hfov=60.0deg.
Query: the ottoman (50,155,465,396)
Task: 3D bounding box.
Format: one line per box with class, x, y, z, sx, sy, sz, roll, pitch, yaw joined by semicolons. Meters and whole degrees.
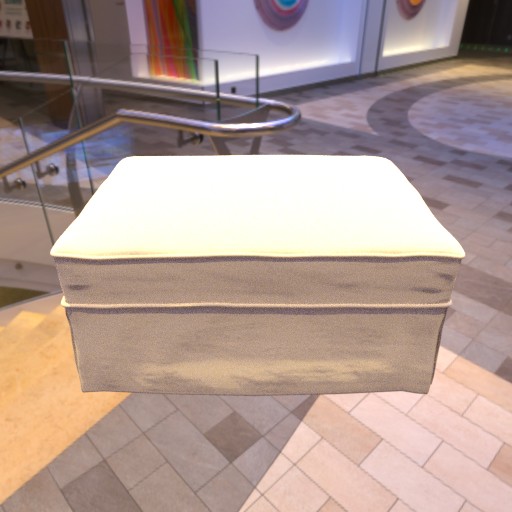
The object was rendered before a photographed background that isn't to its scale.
ottoman;0.000;0.000;1.317;0.944;0.479;0.703;0;31;0
